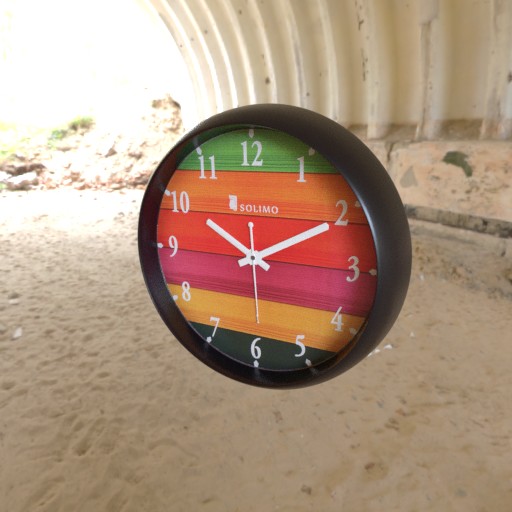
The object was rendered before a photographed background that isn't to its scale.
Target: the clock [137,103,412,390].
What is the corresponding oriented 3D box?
[{"bbox_3d":[0.000,0.000,0.457,0.300,0.300,0.060,8,18,26],"label":"clock"}]
